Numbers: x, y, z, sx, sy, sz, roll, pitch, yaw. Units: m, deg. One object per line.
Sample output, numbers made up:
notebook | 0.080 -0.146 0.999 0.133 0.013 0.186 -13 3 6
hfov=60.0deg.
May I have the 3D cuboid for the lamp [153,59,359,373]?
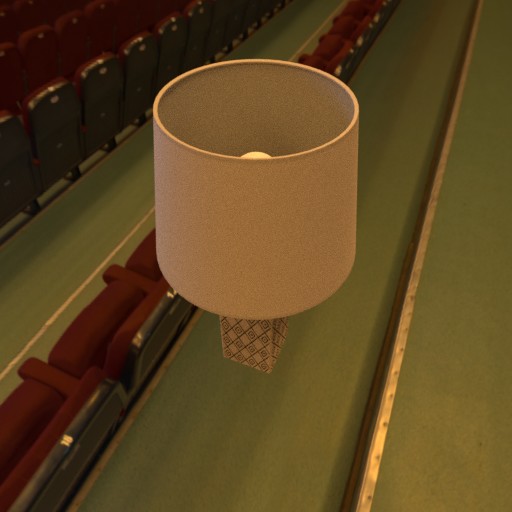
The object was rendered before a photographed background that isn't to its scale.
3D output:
lamp | 0.000 0.000 0.588 0.251 0.435 0.251 0 46 0
